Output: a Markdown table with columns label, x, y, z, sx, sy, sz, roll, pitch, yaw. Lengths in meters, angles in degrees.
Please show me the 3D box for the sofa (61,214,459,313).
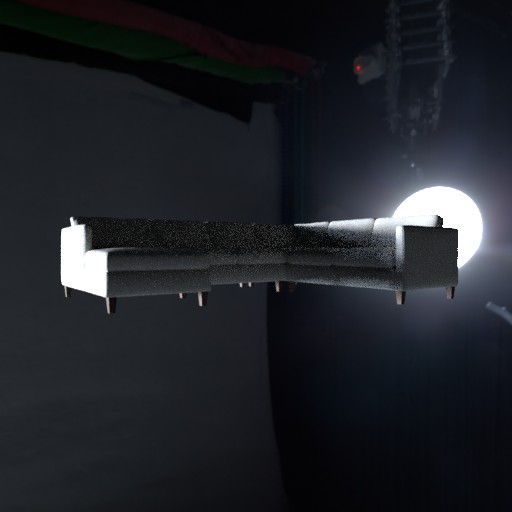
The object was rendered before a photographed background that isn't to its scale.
| label | x | y | z | sx | sy | sz | roll | pitch | yaw |
| --- | --- | --- | --- | --- | --- | --- | --- | --- | --- |
| sofa | 0.000 | 0.000 | 4.509 | 3.238 | 0.853 | 2.551 | -1 | 1 | -35 |
